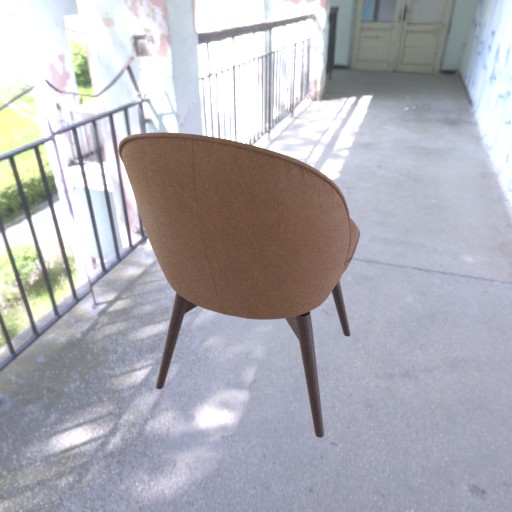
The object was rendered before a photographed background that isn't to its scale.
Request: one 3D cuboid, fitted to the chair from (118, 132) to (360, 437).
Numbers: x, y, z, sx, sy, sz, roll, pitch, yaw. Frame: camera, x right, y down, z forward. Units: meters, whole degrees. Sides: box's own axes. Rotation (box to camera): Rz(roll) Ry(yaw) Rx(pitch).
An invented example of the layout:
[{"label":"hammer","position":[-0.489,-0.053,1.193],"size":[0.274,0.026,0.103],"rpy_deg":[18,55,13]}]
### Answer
[{"label":"chair","position":[0.000,0.000,1.206],"size":[0.521,0.831,0.631],"rpy_deg":[11,33,17]}]
